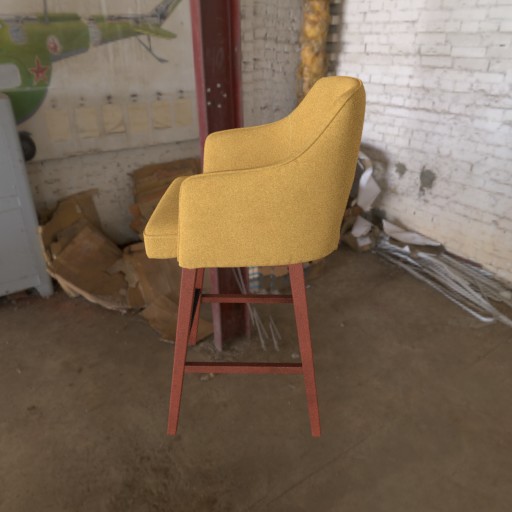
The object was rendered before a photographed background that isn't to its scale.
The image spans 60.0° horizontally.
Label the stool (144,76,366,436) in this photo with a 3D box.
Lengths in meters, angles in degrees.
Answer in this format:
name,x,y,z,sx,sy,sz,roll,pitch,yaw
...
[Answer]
name,x,y,z,sx,sy,sz,roll,pitch,yaw
stool,0.000,0.000,1.358,0.558,1.012,0.548,0,27,1
